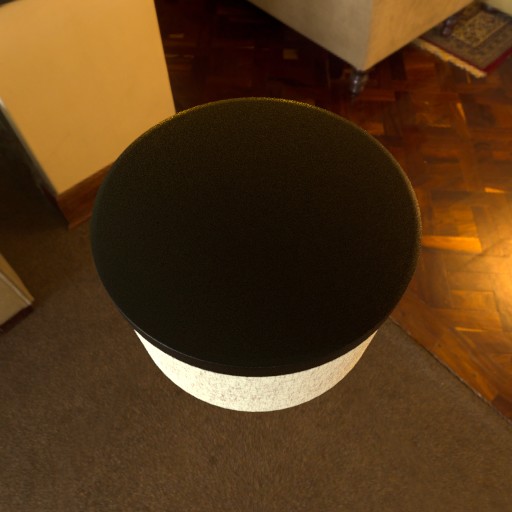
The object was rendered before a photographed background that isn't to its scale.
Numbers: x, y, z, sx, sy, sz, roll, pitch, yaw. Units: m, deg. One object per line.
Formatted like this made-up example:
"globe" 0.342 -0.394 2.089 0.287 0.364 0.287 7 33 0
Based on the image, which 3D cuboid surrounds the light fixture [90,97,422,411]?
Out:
"light fixture" 0.000 0.000 0.625 0.389 0.229 0.389 0 59 0
